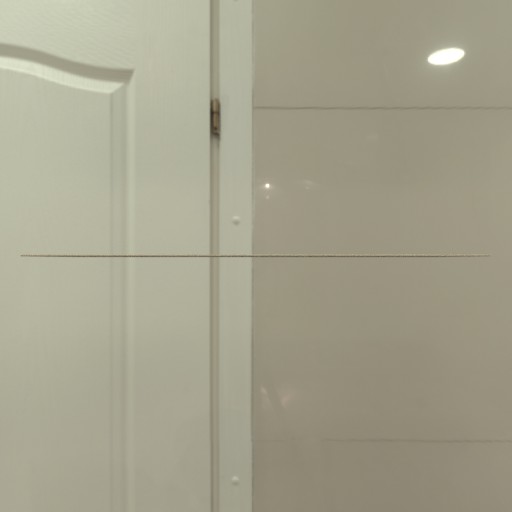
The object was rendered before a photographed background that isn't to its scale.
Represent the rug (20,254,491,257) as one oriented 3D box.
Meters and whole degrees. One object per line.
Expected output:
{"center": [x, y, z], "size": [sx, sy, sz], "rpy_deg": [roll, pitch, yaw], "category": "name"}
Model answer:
{"center": [0.000, 0.000, 2.665], "size": [2.435, 0.009, 0.750], "rpy_deg": [0, 0, 0], "category": "rug"}
